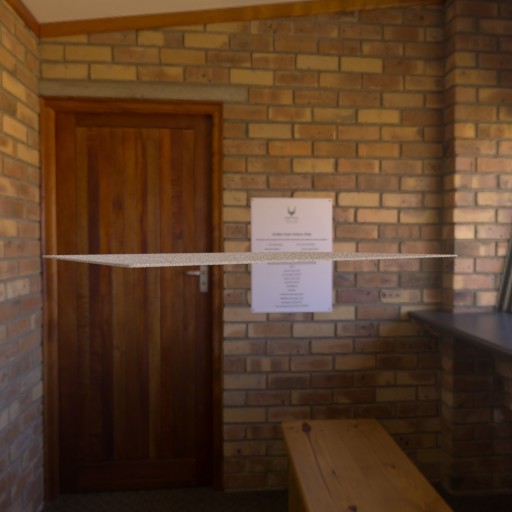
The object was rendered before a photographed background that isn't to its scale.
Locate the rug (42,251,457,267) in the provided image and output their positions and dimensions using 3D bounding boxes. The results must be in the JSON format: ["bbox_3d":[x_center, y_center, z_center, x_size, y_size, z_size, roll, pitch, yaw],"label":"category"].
[{"bbox_3d":[0.000,0.000,2.229,1.753,0.008,1.143,-1,2,-37],"label":"rug"}]
